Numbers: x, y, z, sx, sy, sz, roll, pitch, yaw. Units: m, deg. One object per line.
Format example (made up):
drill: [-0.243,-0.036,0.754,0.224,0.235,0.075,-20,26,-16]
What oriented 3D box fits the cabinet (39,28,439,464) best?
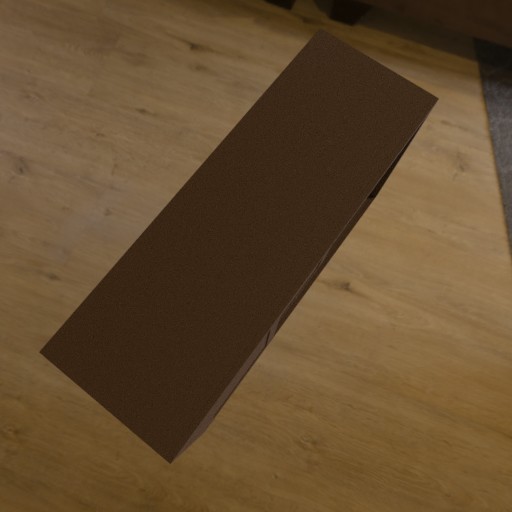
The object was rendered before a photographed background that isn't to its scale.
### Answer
cabinet: [0.000,0.000,1.802,0.482,0.914,1.396,36,77,10]
